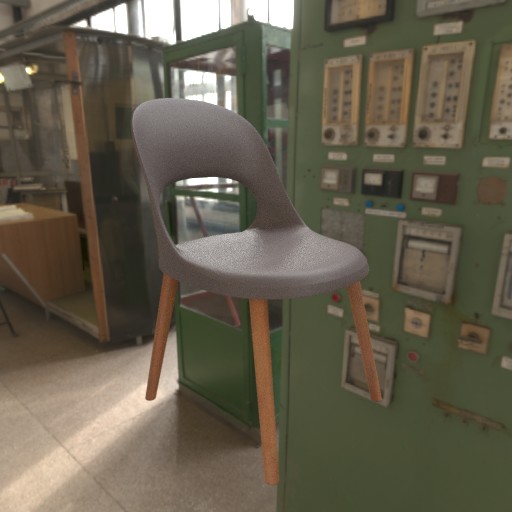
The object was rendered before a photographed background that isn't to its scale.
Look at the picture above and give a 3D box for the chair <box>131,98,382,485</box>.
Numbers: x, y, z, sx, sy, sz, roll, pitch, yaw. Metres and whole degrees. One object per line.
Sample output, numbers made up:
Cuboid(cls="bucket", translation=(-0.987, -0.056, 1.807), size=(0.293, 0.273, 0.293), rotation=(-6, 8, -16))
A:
Cuboid(cls="chair", translation=(0.000, 0.000, 1.132), size=(0.556, 0.794, 0.470), rotation=(14, 20, 43))
